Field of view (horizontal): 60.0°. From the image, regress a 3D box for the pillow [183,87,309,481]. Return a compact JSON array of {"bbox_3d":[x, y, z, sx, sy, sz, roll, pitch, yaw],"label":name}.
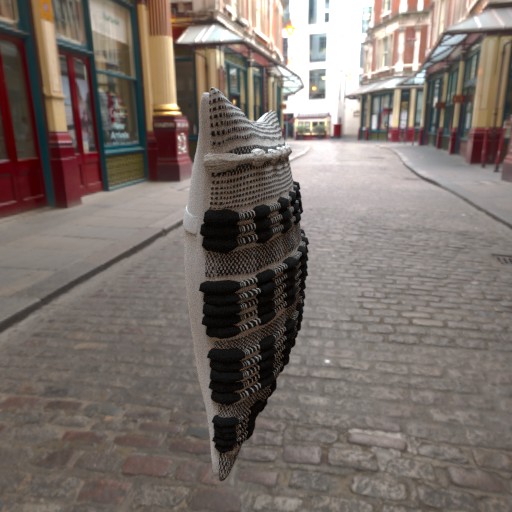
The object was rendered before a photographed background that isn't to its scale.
[{"bbox_3d":[0.000,0.000,0.667,0.156,0.438,0.436,3,16,9],"label":"pillow"}]
